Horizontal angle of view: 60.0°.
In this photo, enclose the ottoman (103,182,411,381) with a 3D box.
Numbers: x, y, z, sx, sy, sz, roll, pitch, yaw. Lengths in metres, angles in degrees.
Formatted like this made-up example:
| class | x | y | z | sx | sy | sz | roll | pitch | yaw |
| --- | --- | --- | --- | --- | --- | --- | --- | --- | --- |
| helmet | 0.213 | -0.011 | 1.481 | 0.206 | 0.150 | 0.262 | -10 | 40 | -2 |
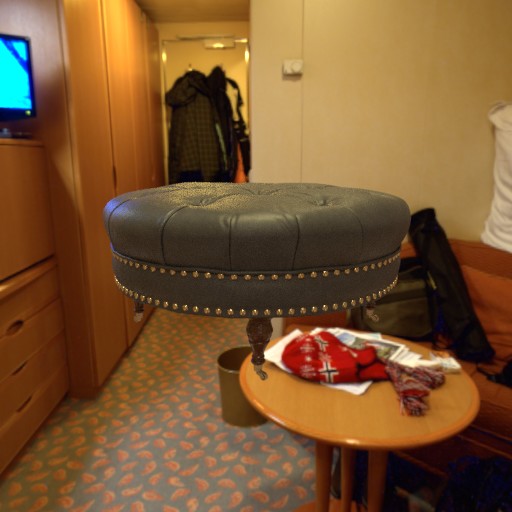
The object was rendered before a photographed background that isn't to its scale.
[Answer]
| class | x | y | z | sx | sy | sz | roll | pitch | yaw |
| --- | --- | --- | --- | --- | --- | --- | --- | --- | --- |
| ottoman | 0.000 | 0.000 | 1.382 | 0.901 | 0.439 | 0.901 | 0 | 13 | 0 |
